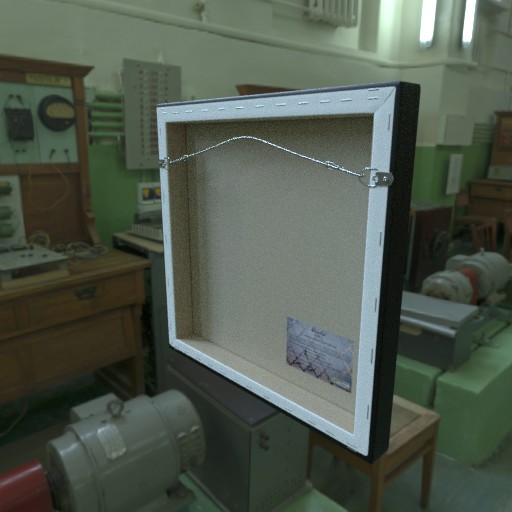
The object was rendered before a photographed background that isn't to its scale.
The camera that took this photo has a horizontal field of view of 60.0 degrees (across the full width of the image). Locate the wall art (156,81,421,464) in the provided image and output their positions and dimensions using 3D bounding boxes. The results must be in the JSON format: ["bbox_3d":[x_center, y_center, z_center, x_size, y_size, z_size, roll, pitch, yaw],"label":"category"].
[{"bbox_3d":[0.000,0.000,0.597,0.041,0.407,0.406,-14,20,-43],"label":"wall art"}]
